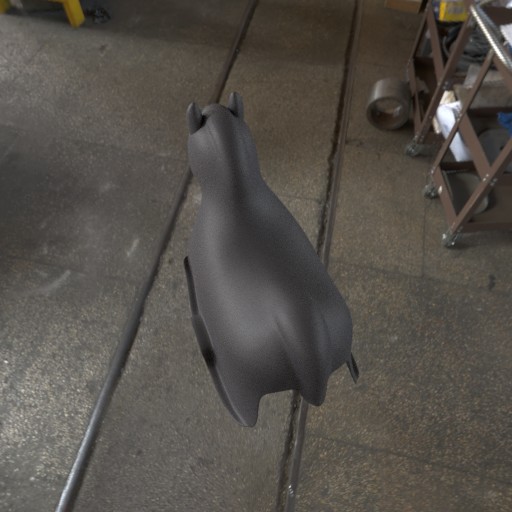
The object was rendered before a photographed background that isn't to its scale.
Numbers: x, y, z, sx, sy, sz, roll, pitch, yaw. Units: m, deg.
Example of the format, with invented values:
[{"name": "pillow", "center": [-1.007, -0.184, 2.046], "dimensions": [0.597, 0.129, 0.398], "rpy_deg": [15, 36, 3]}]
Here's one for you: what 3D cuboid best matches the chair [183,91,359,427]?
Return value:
[{"name": "chair", "center": [0.000, 0.000, 1.170], "dimensions": [0.429, 0.612, 0.800], "rpy_deg": [-19, 60, -11]}]
